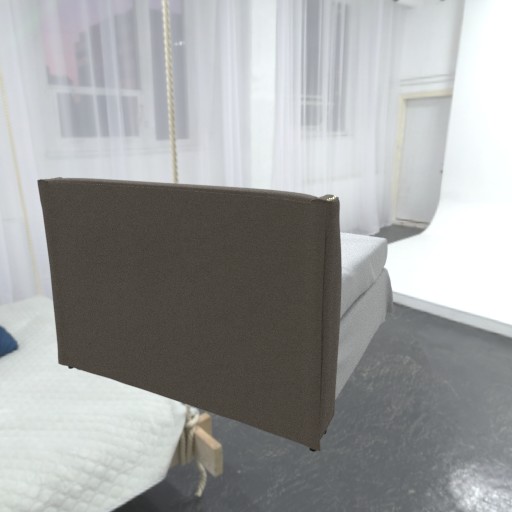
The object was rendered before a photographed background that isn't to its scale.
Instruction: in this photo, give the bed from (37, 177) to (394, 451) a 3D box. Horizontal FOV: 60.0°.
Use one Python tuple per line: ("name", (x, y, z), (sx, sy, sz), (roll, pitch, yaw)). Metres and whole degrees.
("bed", (0.000, 0.000, 3.448), (1.925, 1.332, 2.276), (8, 17, 27))
